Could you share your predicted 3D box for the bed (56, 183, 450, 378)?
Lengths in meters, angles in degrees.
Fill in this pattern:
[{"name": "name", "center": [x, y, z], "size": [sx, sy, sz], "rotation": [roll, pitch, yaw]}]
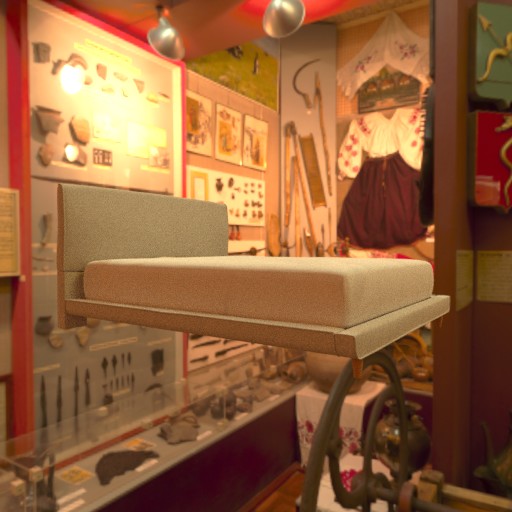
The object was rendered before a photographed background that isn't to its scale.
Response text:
[{"name": "bed", "center": [0.000, 0.000, 3.517], "size": [2.498, 1.126, 1.980], "rotation": [1, 2, 35]}]
